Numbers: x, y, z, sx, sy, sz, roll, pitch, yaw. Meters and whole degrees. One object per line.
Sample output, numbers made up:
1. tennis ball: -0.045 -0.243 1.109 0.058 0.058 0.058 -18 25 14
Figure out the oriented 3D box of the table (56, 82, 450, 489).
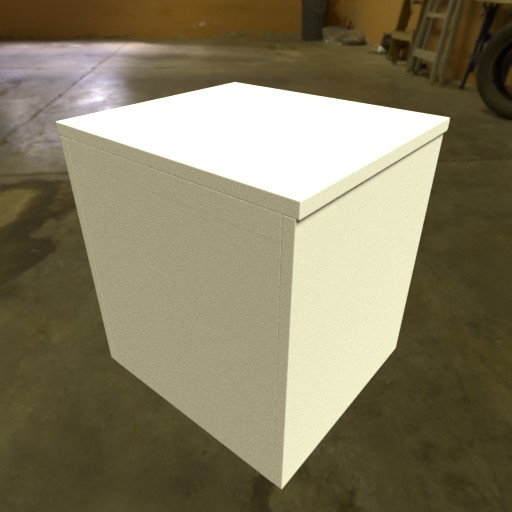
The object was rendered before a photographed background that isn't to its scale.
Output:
1. table: 0.000 0.000 0.755 0.420 0.460 0.380 24 39 33
